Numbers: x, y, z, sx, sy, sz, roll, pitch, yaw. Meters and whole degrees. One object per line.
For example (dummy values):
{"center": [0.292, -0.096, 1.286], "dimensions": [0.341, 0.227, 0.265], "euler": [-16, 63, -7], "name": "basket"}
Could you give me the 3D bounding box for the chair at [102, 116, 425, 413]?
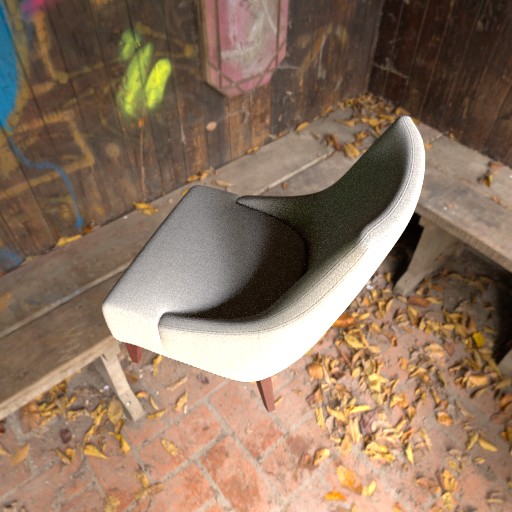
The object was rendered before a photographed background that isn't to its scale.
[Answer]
{"center": [0.000, 0.000, 1.492], "dimensions": [0.861, 0.909, 0.701], "euler": [16, 50, 14], "name": "chair"}
